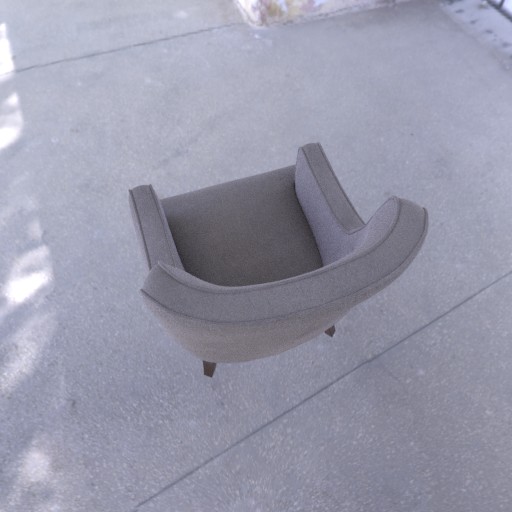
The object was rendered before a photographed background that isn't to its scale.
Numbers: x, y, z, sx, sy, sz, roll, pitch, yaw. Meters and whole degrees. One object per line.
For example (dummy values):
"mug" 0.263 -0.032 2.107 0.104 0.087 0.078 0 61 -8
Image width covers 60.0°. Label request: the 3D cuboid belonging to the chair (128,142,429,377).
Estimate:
"chair" 0.000 0.000 1.610 0.781 0.919 0.910 -16 59 -10
